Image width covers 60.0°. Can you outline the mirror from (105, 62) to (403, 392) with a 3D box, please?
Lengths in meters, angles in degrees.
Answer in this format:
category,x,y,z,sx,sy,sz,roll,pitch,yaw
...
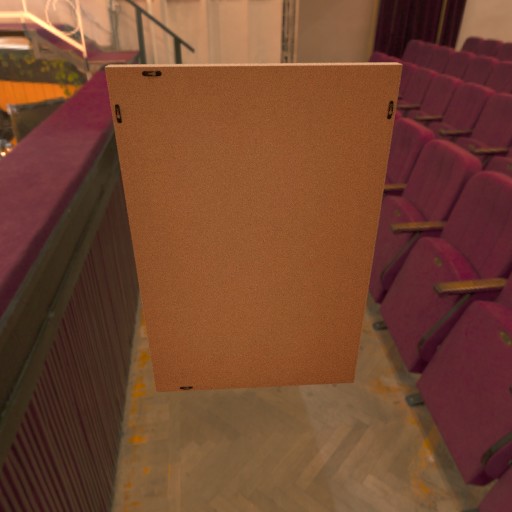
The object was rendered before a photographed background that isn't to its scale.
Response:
category,x,y,z,sx,sy,sz,roll,pitch,yaw
mirror,0.000,0.000,1.146,0.609,0.915,0.041,-2,30,-3
